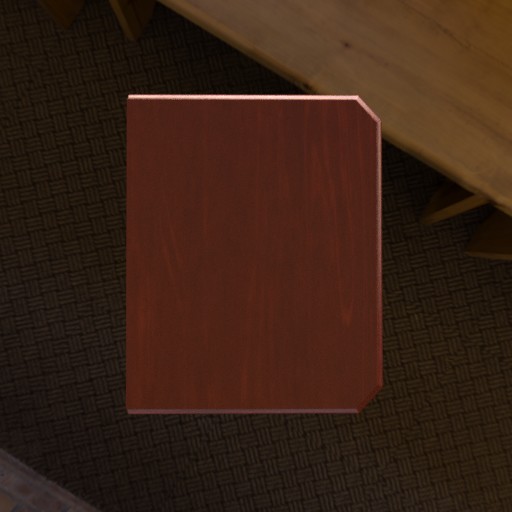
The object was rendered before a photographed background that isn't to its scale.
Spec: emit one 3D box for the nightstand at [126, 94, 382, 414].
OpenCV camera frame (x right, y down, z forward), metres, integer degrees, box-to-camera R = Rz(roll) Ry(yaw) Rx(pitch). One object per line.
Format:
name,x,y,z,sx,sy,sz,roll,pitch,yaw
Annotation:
nightstand,0.000,0.000,0.929,0.351,0.681,0.435,0,89,-1
